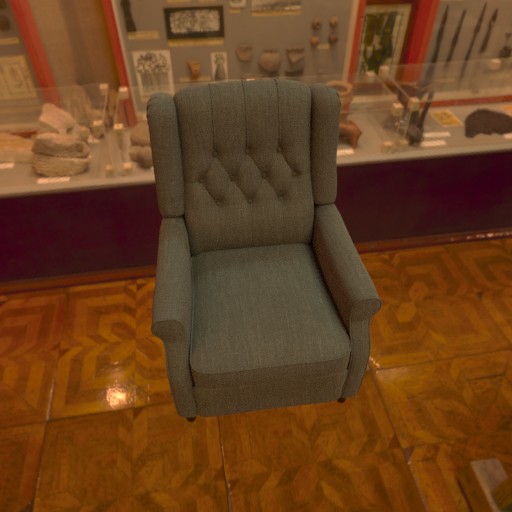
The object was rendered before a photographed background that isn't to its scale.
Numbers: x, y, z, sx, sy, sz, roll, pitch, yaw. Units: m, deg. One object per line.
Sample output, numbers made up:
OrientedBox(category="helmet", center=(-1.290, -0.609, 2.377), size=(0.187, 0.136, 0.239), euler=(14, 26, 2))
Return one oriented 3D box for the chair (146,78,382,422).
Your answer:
OrientedBox(category="chair", center=(0.000, 0.000, 1.661), size=(0.742, 1.035, 0.898), euler=(-5, 46, -5))
